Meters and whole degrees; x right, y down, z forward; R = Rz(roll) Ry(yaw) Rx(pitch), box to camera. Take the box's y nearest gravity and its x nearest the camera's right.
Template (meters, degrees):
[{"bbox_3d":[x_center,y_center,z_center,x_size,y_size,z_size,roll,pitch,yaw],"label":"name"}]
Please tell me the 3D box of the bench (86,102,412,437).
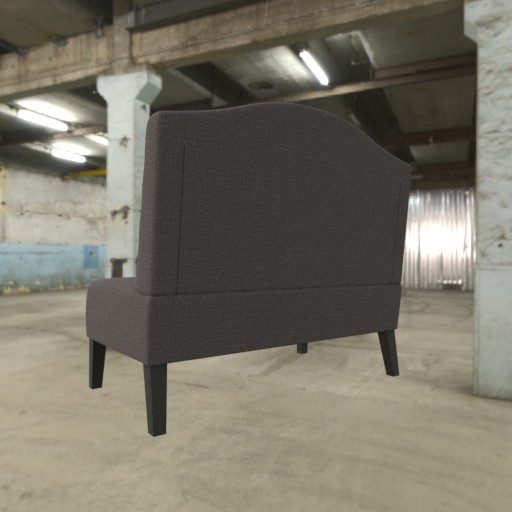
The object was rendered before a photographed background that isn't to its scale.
[{"bbox_3d":[0.000,0.000,2.073,1.335,1.180,0.815,1,-1,-37],"label":"bench"}]
